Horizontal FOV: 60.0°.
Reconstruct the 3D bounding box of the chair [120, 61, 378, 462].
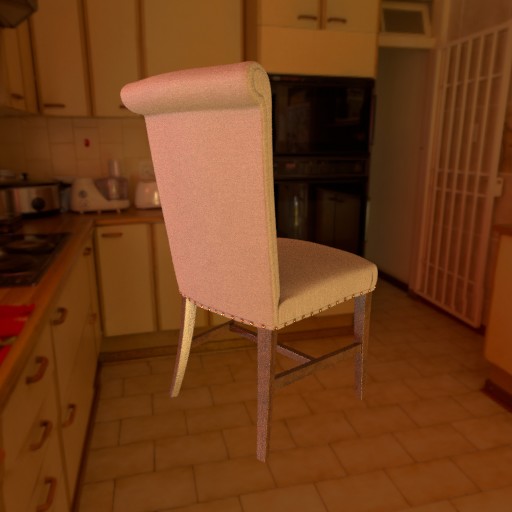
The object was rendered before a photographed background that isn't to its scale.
[{"bbox_3d":[0.000,0.000,1.344,0.608,0.988,0.513,-14,20,-43],"label":"chair"}]
